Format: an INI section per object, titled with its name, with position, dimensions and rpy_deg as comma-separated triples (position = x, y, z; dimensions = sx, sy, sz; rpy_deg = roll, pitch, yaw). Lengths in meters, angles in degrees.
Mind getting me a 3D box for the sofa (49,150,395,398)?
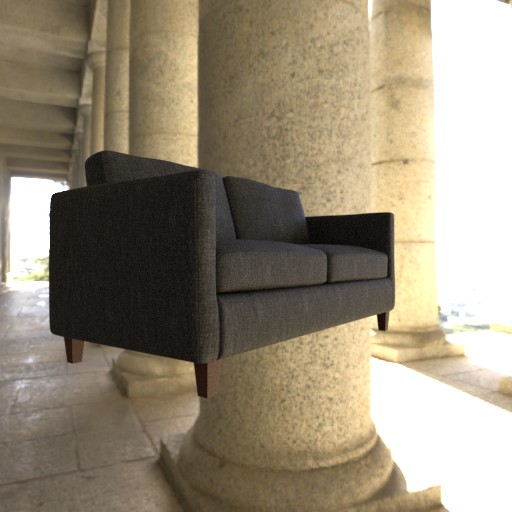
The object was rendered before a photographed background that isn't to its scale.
[sofa]
position = 0.000, 0.000, 2.437
dimensions = 0.950, 0.963, 1.884
rpy_deg = 0, 0, 36
